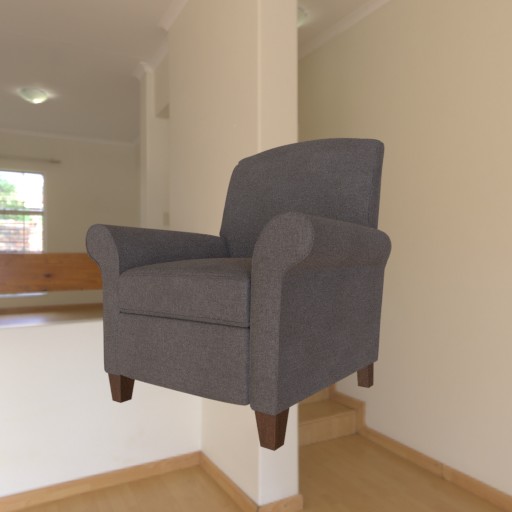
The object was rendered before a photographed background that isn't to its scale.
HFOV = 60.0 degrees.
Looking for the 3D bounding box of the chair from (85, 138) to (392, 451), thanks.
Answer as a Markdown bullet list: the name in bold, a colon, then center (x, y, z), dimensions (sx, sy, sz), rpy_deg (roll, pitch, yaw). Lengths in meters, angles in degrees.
- **chair**: center (0.000, 0.000, 1.751), dimensions (0.978, 1.061, 0.905), rpy_deg (0, 1, 36)
